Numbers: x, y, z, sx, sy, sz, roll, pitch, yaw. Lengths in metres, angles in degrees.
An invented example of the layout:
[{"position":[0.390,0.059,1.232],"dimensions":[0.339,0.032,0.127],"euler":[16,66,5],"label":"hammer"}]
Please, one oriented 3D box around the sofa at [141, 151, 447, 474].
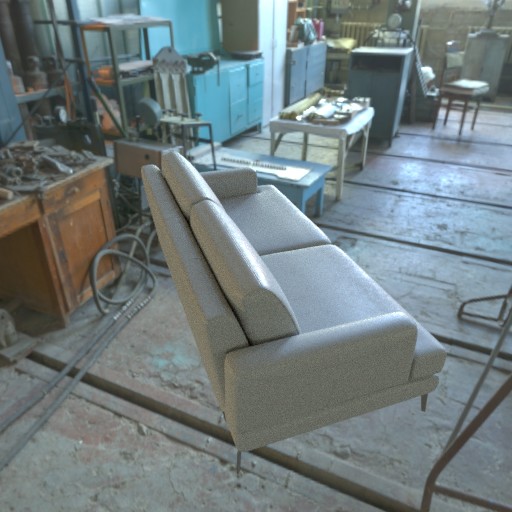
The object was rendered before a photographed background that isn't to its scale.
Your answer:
[{"position":[0.000,0.000,2.414],"dimensions":[0.974,0.765,1.940],"euler":[-10,32,-17],"label":"sofa"}]
